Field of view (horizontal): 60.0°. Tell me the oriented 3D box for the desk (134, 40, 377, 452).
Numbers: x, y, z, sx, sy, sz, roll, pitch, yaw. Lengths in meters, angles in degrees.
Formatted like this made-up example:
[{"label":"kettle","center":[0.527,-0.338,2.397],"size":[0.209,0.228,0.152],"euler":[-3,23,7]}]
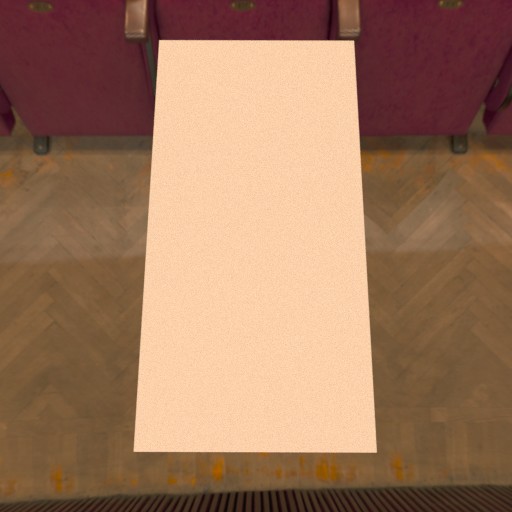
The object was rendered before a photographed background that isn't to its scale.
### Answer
[{"label":"desk","center":[0.000,0.000,1.501],"size":[0.560,0.730,1.100],"euler":[0,77,0]}]
